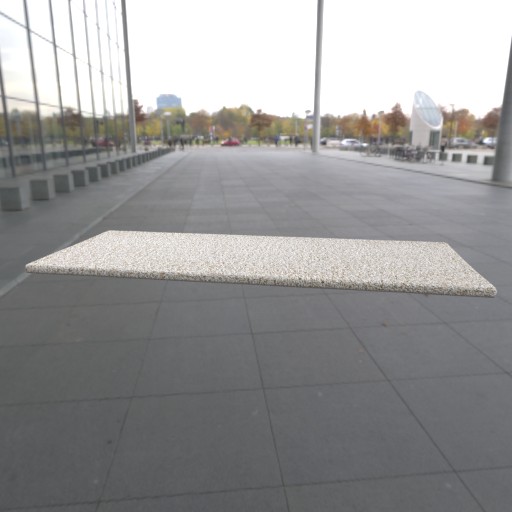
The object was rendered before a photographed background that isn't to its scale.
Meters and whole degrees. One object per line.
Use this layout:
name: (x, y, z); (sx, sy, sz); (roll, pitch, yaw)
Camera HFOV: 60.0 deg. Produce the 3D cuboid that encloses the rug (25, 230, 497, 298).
rug: (0.000, 0.000, 1.695); (1.524, 0.030, 0.609); (2, 15, 9)
